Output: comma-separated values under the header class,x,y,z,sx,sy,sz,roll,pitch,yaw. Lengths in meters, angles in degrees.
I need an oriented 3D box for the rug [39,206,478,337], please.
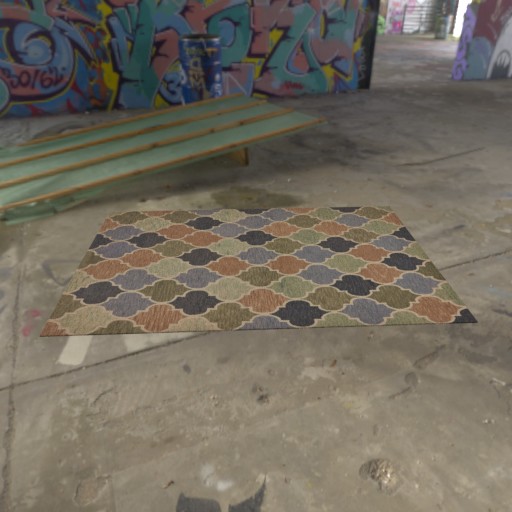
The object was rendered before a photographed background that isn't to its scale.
class,x,y,z,sx,sy,sz,roll,pitch,yaw
rug,0.000,0.000,2.370,1.828,0.006,1.216,-1,30,-2
